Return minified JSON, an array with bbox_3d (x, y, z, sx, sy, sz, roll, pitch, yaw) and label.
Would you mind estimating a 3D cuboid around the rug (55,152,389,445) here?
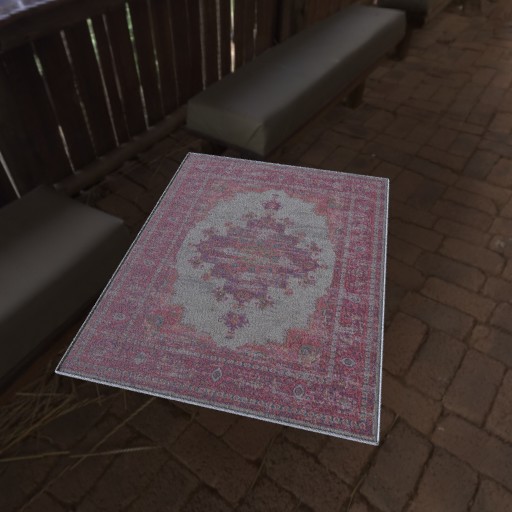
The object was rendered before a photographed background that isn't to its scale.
[{"bbox_3d":[0.000,0.000,4.257,2.447,0.017,3.123,9,46,9],"label":"rug"}]
